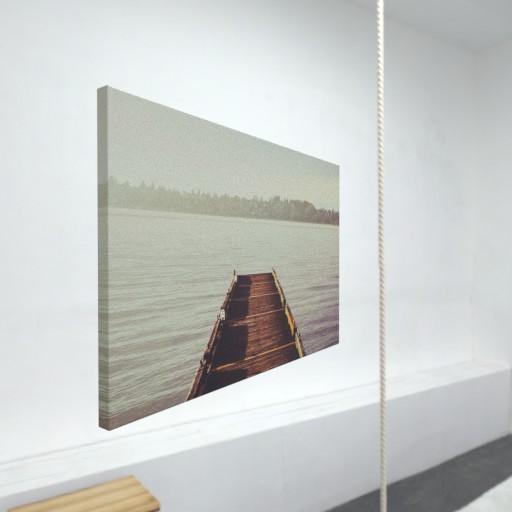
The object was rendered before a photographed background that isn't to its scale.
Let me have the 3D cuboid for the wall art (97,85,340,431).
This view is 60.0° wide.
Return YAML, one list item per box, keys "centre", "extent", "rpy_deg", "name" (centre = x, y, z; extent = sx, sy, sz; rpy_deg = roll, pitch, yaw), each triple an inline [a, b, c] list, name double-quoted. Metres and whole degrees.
- centre: [0.000, 0.000, 1.450]
  extent: [0.040, 0.765, 1.149]
  rpy_deg: [1, 1, 37]
  name: "wall art"
